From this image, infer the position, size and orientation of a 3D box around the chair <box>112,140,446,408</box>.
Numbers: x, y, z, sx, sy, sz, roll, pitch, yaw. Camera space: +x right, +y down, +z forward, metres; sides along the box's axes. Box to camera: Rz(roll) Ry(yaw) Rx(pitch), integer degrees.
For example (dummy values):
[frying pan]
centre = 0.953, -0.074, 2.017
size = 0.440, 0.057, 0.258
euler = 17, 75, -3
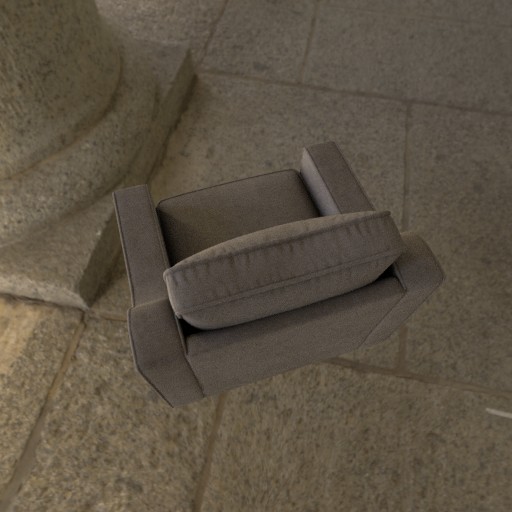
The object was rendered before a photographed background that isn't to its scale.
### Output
[chair]
centre = 0.000, 0.000, 1.690
size = 0.926, 0.944, 0.840
euler = -15, 60, -9
